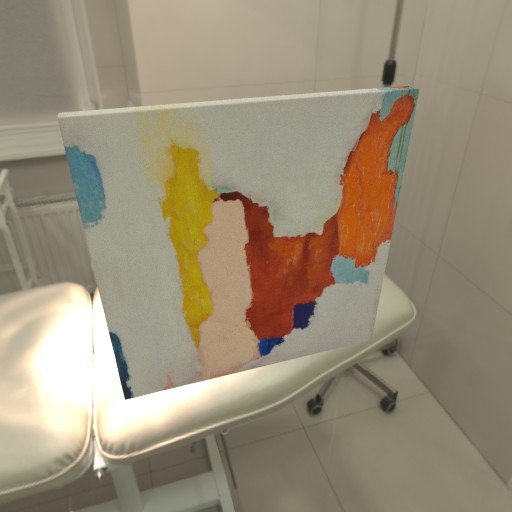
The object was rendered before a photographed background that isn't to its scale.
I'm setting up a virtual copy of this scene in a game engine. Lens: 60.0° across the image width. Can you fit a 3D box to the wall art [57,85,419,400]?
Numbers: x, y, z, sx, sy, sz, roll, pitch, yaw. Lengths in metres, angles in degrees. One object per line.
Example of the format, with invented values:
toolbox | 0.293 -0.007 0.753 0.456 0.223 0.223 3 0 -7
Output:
wall art | 0.000 0.000 1.189 0.814 0.814 0.037 -10 34 -15
